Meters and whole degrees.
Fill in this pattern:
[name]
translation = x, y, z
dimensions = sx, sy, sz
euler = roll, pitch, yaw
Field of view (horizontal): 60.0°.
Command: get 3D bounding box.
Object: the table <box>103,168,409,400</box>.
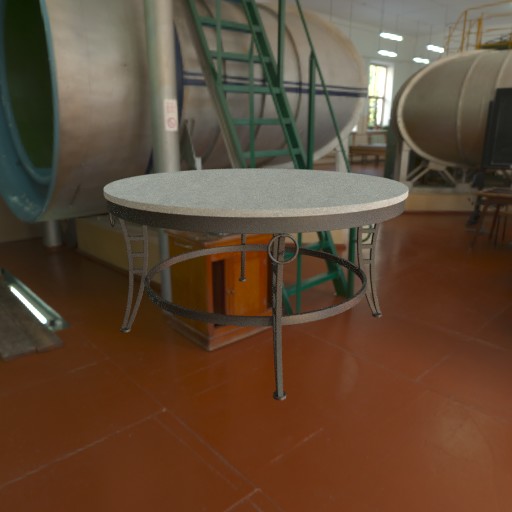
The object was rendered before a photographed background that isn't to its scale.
[table]
translation = 0.000, 0.000, 1.427
dimensions = 0.889, 0.470, 0.889
euler = 0, 17, 0
